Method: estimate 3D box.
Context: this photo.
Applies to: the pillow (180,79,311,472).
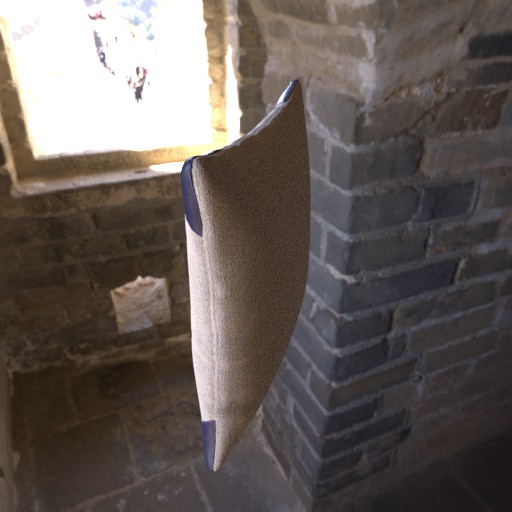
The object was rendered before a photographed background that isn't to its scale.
[{"bbox_3d":[0.000,0.000,0.674,0.147,0.441,0.440,8,32,14],"label":"pillow"}]
